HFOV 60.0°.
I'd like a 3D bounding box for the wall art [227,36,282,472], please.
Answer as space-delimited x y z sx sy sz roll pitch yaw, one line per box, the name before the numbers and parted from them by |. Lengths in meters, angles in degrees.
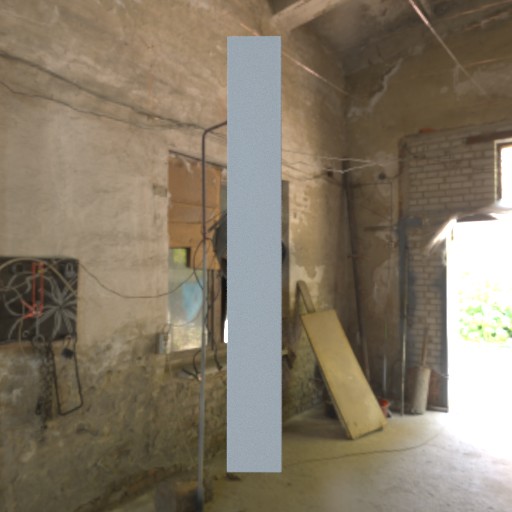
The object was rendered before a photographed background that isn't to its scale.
wall art | 0.000 0.000 0.462 0.038 0.305 0.305 0 -1 0
